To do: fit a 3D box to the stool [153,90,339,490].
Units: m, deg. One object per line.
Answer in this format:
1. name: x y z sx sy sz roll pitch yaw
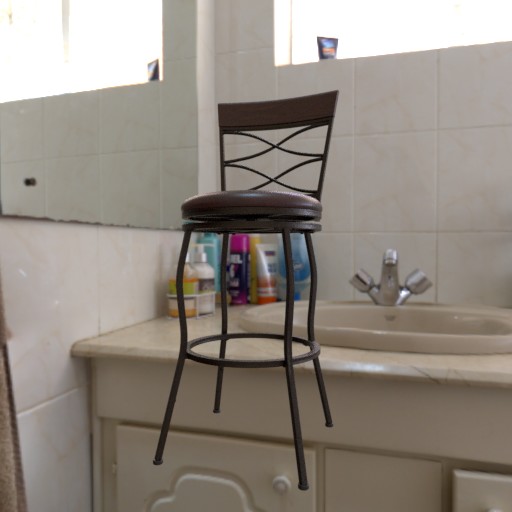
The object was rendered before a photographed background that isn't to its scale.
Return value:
1. stool: 0.000 0.000 1.374 0.448 1.130 0.513 0 1 18
